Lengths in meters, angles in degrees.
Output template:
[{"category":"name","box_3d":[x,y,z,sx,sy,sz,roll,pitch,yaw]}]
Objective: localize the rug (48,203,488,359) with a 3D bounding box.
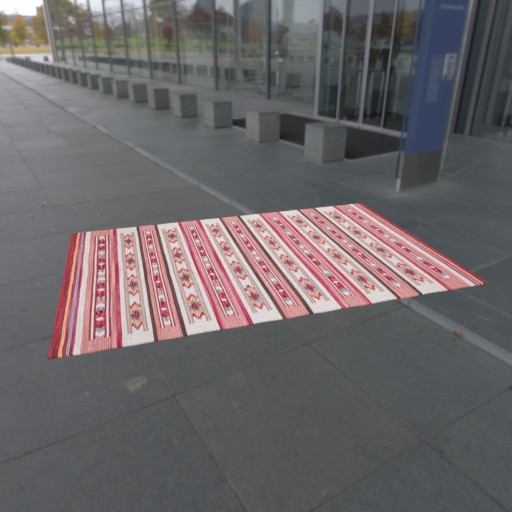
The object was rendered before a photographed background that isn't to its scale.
[{"category":"rug","box_3d":[0.000,0.000,2.983,2.431,0.010,1.535,-7,27,-15]}]
